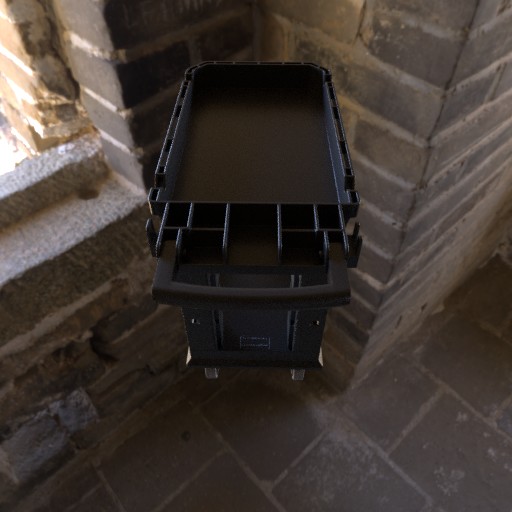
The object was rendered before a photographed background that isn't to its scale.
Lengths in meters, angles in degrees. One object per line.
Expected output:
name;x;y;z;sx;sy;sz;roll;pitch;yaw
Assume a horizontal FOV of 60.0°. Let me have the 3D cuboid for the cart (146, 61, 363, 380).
cart;0.000;0.000;1.520;0.497;0.884;1.061;1;46;1
